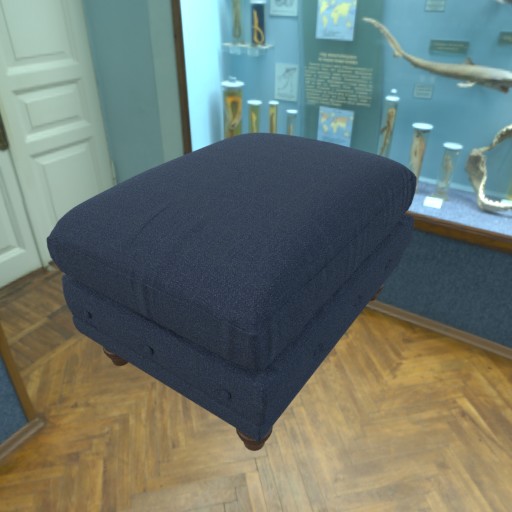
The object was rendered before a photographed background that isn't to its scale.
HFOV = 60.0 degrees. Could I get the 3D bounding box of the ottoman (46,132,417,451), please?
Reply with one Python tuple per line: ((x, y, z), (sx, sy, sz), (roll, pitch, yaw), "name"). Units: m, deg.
((0.000, 0.000, 1.115), (0.558, 0.486, 0.767), (20, 37, 29), "ottoman")
